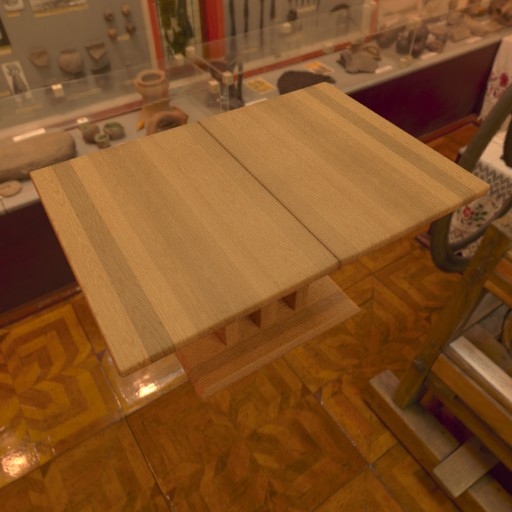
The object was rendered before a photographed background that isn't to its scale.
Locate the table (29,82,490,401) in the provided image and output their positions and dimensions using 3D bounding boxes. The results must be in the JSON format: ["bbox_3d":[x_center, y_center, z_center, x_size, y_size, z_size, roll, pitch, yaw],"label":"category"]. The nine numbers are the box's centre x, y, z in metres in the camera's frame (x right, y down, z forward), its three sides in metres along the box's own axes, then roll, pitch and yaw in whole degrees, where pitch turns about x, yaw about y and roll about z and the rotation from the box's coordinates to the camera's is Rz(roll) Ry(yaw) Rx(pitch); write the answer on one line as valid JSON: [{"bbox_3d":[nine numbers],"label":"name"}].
[{"bbox_3d":[0.000,0.000,1.786,1.300,0.770,0.900,-24,51,-21],"label":"table"}]
